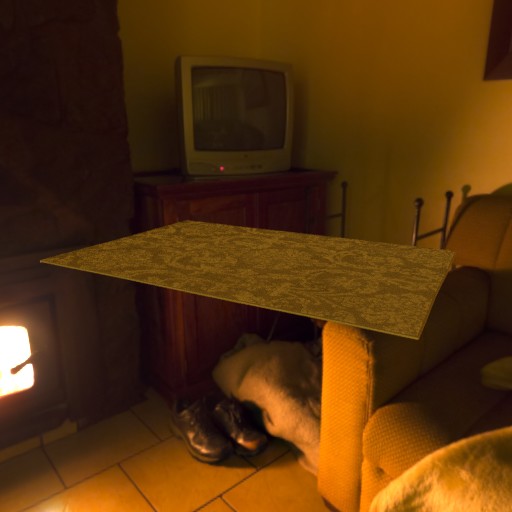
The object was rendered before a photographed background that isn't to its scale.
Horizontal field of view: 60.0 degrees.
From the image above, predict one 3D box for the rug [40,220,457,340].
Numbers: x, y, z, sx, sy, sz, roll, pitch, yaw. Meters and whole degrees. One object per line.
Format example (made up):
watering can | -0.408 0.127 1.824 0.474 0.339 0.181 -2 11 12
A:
rug | 0.000 0.000 2.319 1.824 0.012 1.206 8 18 28
